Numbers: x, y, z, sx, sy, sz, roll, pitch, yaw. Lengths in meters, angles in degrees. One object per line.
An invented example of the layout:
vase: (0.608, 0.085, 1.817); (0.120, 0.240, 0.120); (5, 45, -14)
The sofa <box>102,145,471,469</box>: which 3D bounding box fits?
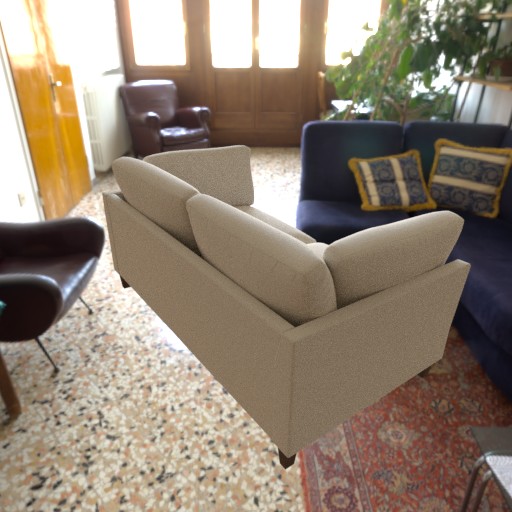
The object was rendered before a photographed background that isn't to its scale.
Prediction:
sofa: (0.000, 0.000, 2.296); (0.970, 0.836, 1.776); (-18, 32, -32)
